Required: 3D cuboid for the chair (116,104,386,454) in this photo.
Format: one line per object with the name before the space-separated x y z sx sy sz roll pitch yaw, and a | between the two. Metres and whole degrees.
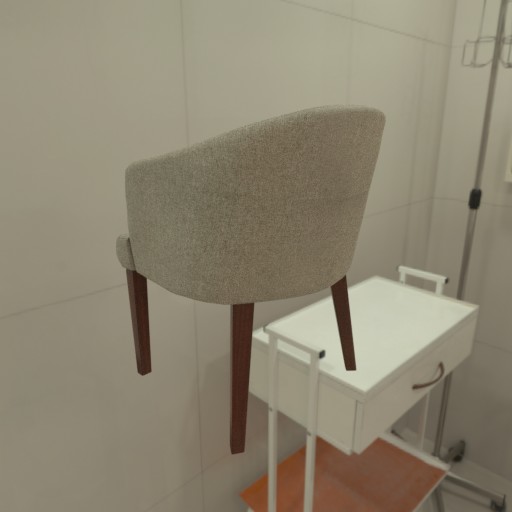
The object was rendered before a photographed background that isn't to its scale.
chair | 0.000 0.000 1.273 0.655 0.811 0.583 16 23 42
